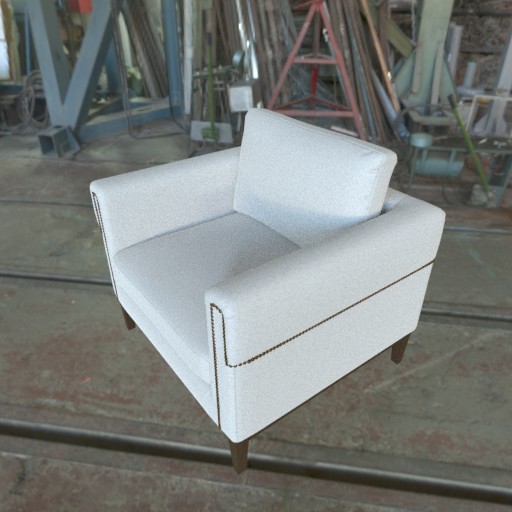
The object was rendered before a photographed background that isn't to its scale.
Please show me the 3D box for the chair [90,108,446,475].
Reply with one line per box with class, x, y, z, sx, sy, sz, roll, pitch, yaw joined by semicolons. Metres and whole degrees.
chair;0.000;0.000;1.698;0.896;0.915;0.982;-22;38;-31
